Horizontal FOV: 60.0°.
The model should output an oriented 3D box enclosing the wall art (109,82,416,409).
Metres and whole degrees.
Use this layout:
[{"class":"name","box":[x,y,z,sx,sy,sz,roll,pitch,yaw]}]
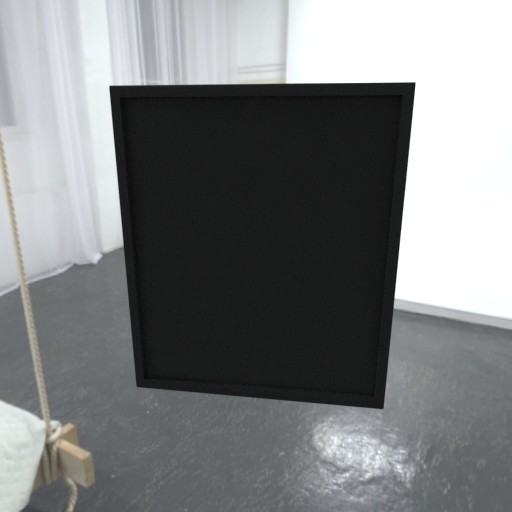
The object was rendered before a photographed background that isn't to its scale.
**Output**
[{"class":"wall art","box":[0.000,0.000,0.702,0.432,0.508,0.021,3,17,8]}]
